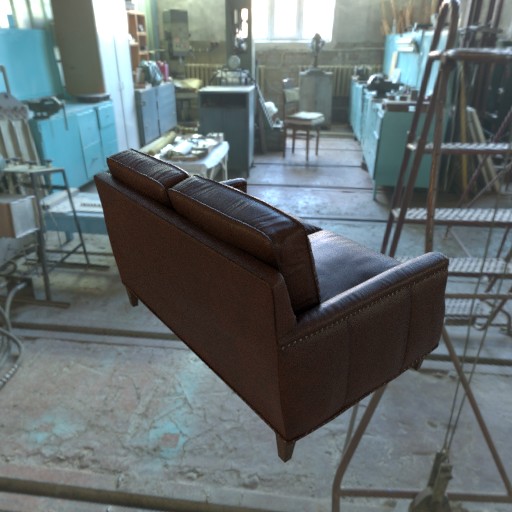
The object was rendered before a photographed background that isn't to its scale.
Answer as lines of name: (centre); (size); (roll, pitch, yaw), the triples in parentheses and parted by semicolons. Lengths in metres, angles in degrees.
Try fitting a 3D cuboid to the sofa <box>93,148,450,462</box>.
sofa: (0.000, 0.000, 2.294); (1.083, 1.003, 1.628); (-19, 32, -33)
